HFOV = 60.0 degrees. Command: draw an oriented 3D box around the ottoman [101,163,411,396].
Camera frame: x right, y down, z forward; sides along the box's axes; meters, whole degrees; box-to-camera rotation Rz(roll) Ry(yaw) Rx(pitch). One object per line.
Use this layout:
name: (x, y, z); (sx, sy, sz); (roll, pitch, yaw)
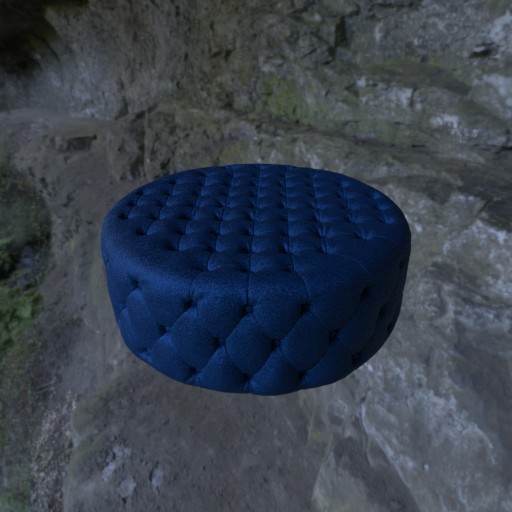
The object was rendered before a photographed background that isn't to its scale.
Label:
ottoman: (0.000, 0.000, 1.518); (0.998, 0.398, 0.998); (0, 29, 0)
